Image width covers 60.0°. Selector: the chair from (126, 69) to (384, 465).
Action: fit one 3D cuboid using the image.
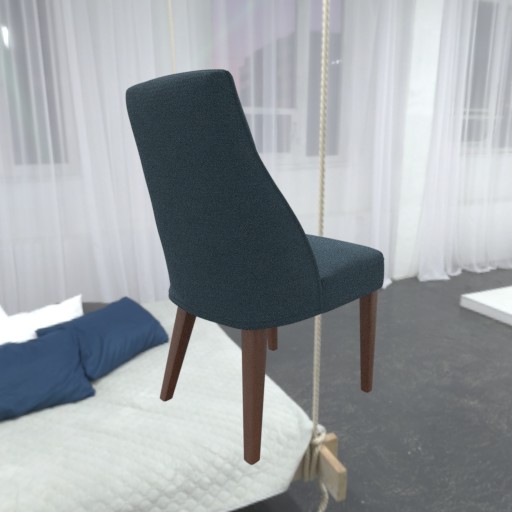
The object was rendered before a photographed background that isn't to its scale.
[{"bbox_3d":[0.000,0.000,1.290,0.620,0.930,0.500,-13,18,-42],"label":"chair"}]
